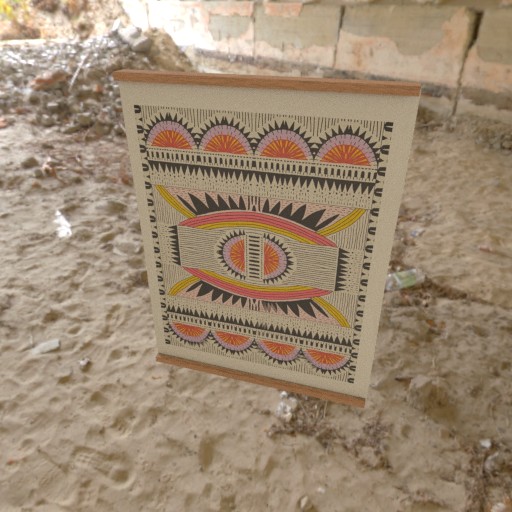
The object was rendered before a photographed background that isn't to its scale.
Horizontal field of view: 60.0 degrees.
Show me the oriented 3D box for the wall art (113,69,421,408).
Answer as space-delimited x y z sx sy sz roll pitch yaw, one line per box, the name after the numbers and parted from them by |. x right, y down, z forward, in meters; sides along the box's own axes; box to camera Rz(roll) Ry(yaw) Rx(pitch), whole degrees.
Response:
0.000 0.000 0.697 0.403 0.527 0.028 9 31 14 | wall art
